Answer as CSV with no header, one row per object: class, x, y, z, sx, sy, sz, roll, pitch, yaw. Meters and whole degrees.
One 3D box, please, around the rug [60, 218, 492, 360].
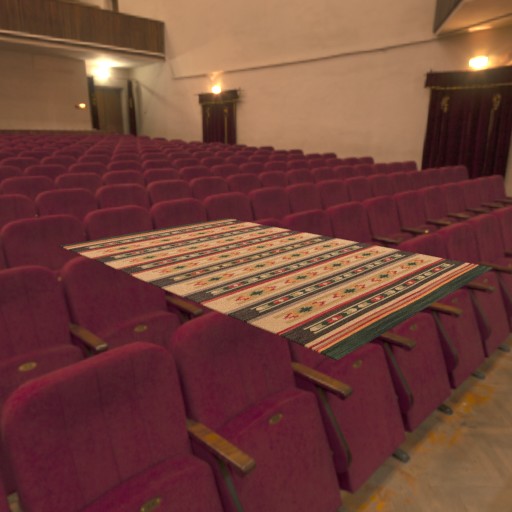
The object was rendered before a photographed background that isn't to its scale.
rug,0.000,0.000,2.217,1.825,0.009,1.221,14,21,43
